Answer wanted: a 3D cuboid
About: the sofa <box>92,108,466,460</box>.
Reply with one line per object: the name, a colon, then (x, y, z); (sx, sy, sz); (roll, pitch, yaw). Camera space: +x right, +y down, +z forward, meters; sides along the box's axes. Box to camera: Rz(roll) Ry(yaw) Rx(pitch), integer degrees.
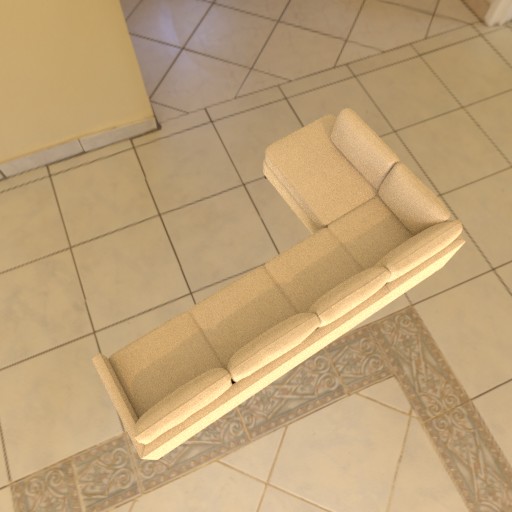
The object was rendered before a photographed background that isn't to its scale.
sofa: (0.000, 0.000, 4.267); (3.384, 0.996, 2.048); (-31, 68, -14)
